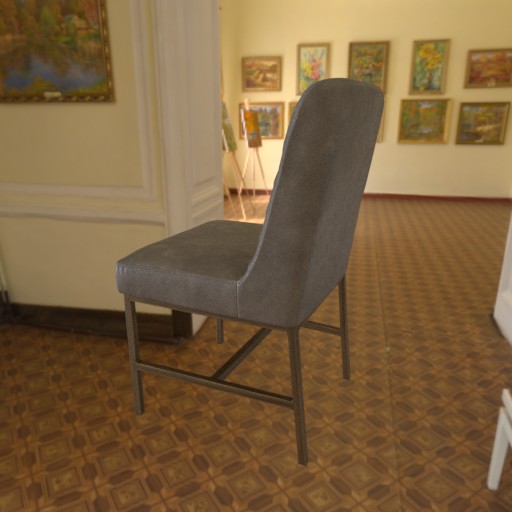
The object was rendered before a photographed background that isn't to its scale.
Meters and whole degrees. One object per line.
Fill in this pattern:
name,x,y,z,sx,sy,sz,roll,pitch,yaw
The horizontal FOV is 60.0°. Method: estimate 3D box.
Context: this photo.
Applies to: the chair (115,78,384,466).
chair,0.000,0.000,1.233,0.587,0.889,0.508,8,19,25
